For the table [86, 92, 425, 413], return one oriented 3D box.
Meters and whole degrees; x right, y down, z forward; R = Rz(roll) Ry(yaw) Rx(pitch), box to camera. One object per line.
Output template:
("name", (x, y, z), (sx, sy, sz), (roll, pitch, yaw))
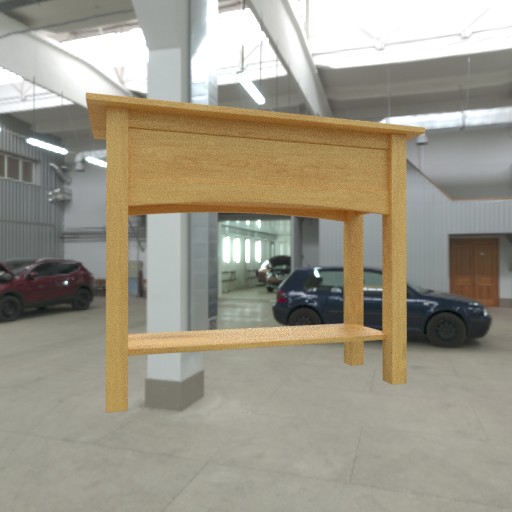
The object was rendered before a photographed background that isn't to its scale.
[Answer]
("table", (0.000, 0.000, 1.280), (0.900, 0.728, 0.340), (0, 0, -17))
